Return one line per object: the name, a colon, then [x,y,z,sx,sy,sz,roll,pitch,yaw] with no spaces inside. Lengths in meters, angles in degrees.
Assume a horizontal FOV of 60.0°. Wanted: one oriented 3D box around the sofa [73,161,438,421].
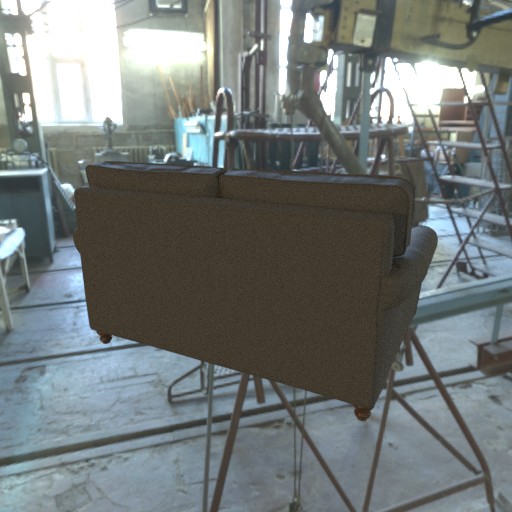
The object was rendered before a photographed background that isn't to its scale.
sofa: [0.000,0.000,2.254,1.665,0.937,0.964,9,19,26]
